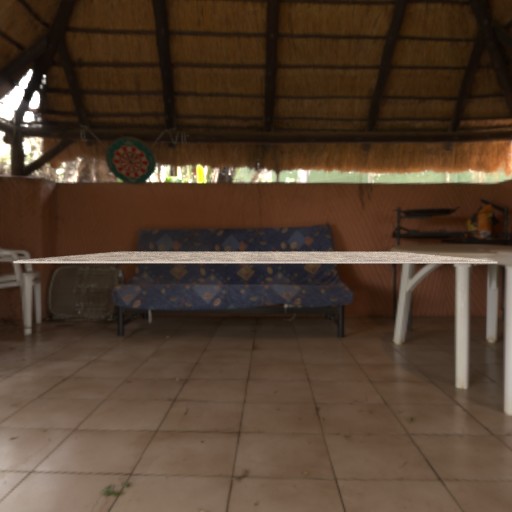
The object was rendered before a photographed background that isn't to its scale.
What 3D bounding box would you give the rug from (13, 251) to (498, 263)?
[{"bbox_3d":[0.000,0.000,2.268,1.824,0.012,1.206,0,2,1],"label":"rug"}]
